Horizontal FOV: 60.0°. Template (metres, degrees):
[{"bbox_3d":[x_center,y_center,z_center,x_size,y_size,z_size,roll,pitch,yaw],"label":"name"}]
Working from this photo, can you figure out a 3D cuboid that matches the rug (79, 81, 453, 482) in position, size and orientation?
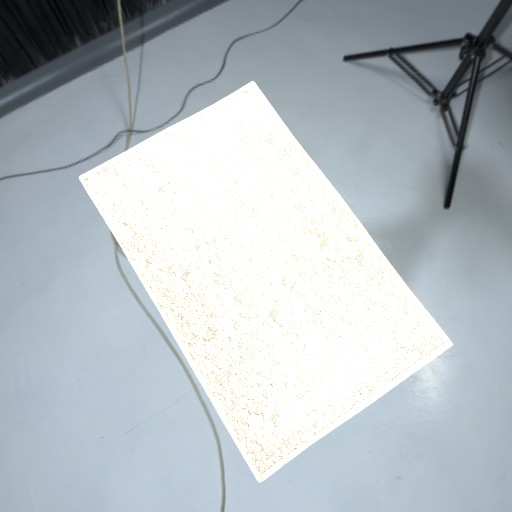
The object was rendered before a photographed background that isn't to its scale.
[{"bbox_3d":[0.000,0.000,3.084,1.529,0.012,2.435,-32,76,-9],"label":"rug"}]
